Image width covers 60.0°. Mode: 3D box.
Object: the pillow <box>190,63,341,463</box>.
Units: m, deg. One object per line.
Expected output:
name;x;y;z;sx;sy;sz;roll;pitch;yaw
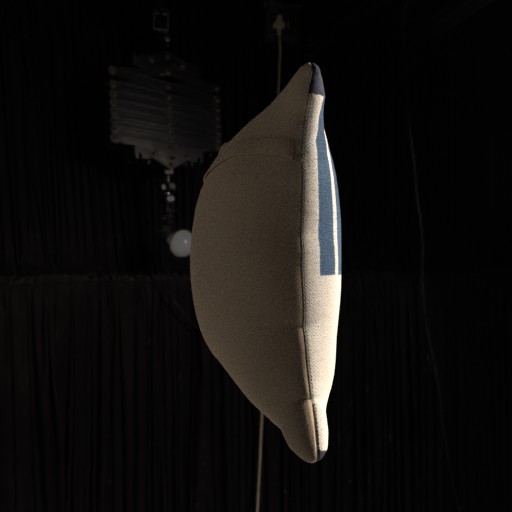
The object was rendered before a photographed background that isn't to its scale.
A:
pillow;0.000;0.000;0.792;0.229;0.506;0.536;0;1;-16
